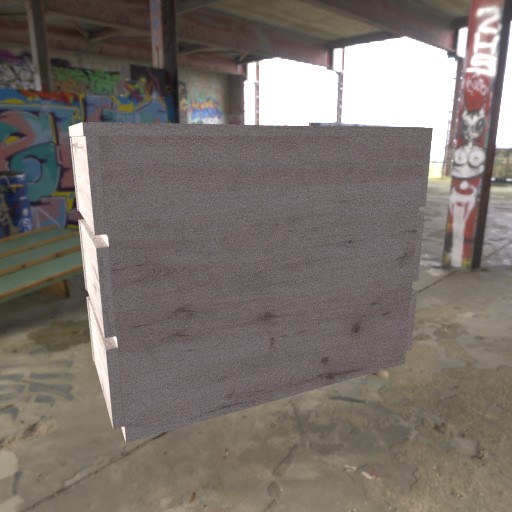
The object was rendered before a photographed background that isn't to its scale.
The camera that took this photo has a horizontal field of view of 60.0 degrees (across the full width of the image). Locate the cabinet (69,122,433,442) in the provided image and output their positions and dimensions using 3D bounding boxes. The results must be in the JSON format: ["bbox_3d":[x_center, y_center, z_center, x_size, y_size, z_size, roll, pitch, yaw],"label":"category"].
[{"bbox_3d":[0.000,0.000,1.466,1.040,0.820,0.420,-7,16,-25],"label":"cabinet"}]
